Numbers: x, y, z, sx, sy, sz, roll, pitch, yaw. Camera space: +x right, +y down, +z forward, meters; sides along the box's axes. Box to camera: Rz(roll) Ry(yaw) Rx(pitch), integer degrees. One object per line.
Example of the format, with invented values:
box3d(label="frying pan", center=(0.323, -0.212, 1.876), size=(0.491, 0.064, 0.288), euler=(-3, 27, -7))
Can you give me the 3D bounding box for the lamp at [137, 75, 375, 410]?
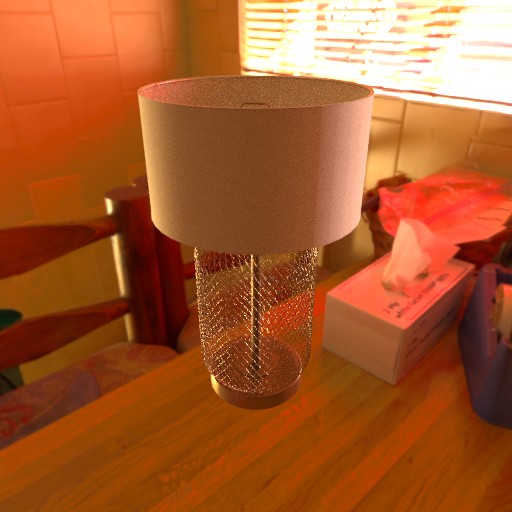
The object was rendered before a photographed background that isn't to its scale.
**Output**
box3d(label="lamp", center=(0.000, 0.000, 0.809), size=(0.353, 0.578, 0.353), euler=(0, 28, 0))
